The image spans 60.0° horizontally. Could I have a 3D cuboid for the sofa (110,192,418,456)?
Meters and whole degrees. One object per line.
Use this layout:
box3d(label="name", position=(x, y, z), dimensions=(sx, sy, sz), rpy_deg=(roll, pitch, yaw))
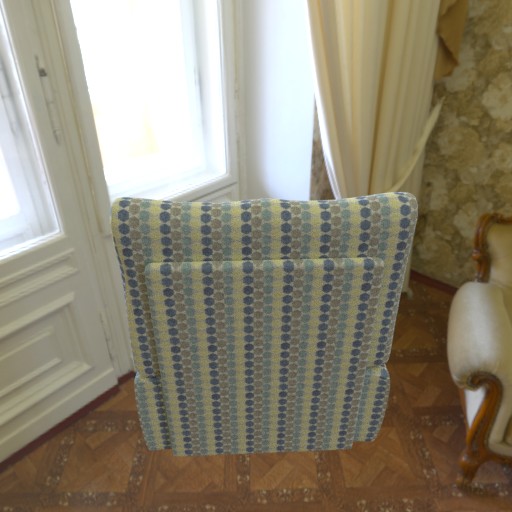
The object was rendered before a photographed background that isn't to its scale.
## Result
box3d(label="sofa", position=(0.000, 0.000, 1.537), dimensions=(0.700, 0.820, 1.000), rpy_deg=(-1, 31, -2))
